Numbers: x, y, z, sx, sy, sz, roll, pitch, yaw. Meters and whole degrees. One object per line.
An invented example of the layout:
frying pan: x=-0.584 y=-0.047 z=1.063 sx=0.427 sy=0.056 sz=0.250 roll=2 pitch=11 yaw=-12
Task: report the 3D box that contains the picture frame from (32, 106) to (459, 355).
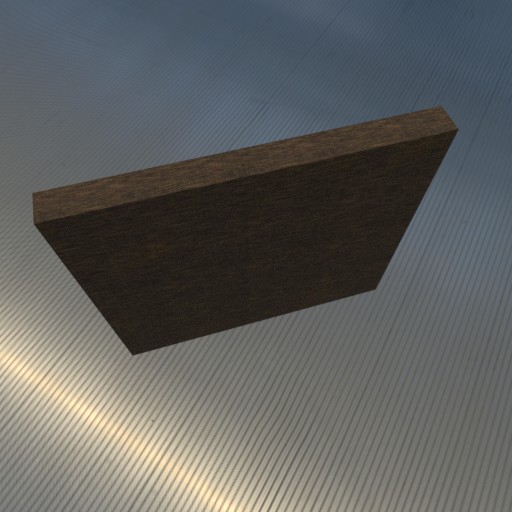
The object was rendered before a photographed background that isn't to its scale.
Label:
picture frame: x=0.000 y=0.000 z=0.530 sx=0.378 sy=0.330 sz=0.033 roll=-14 pitch=60 yaw=-8
